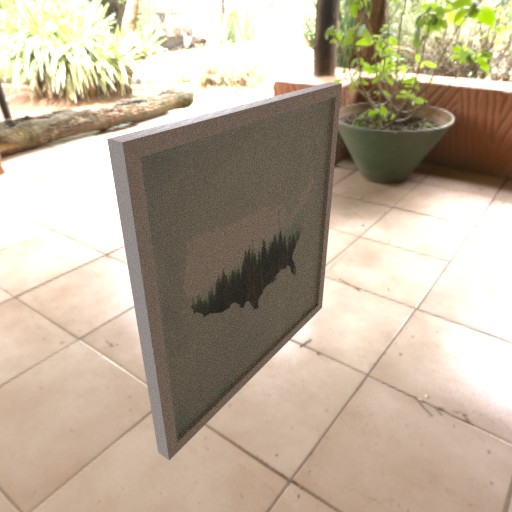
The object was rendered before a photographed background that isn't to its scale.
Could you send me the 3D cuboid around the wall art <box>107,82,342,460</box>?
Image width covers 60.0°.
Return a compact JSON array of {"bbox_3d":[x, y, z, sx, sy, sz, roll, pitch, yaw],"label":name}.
[{"bbox_3d":[0.000,0.000,1.153,0.038,0.762,0.762,19,35,31],"label":"wall art"}]
